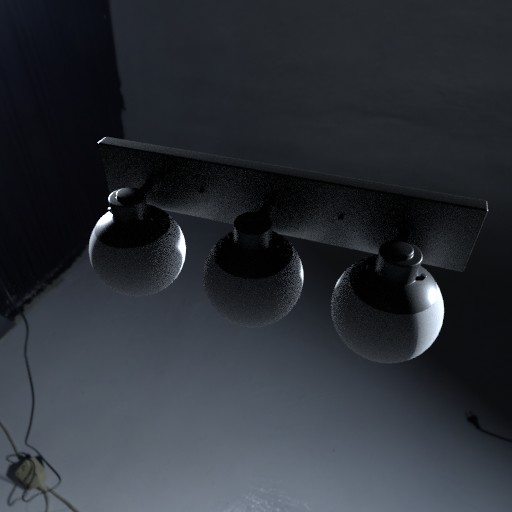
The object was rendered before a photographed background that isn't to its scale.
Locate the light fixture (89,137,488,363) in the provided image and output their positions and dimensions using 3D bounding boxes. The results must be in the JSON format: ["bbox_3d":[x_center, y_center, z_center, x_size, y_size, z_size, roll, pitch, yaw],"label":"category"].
[{"bbox_3d":[0.000,0.000,0.817,0.721,0.263,0.218,13,42,14],"label":"light fixture"}]
